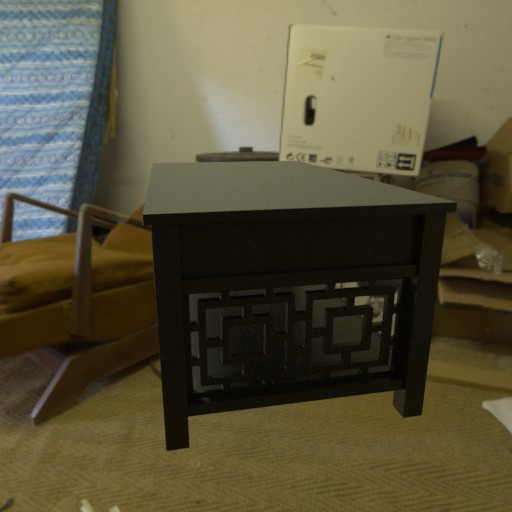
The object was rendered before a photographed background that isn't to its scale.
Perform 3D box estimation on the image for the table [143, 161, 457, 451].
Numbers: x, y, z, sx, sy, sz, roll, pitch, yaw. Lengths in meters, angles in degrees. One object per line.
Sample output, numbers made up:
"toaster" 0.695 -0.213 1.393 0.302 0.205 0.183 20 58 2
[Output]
"table" 0.000 0.000 1.381 0.612 0.493 1.068 -3 17 -11
